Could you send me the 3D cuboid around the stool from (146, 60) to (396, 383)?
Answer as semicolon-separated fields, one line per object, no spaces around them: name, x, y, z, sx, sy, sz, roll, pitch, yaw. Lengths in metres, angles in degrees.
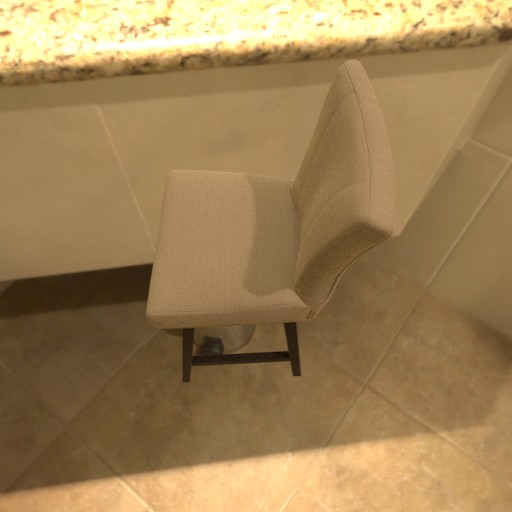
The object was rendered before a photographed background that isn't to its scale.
stool;0.000;0.000;1.348;0.574;1.000;0.514;0;58;0
